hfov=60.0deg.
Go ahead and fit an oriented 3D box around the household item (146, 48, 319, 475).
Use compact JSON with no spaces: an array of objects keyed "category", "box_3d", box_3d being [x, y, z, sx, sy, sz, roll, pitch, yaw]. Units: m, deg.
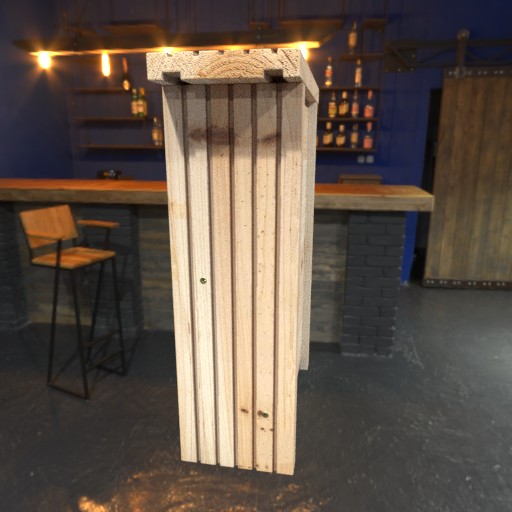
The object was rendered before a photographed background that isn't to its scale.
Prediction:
[{"category":"household item","box_3d":[0.000,0.000,0.536,0.123,0.407,0.301,3,15,10]}]
